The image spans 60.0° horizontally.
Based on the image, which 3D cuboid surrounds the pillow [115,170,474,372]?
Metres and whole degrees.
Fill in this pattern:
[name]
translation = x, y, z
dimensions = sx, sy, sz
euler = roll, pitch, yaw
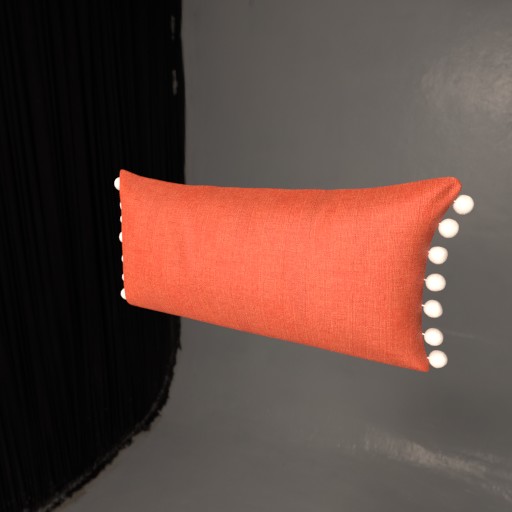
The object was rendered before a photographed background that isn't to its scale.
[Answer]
[pillow]
translation = 0.000, 0.000, 0.831
dimensions = 0.709, 0.322, 0.201
euler = 8, 18, 26
